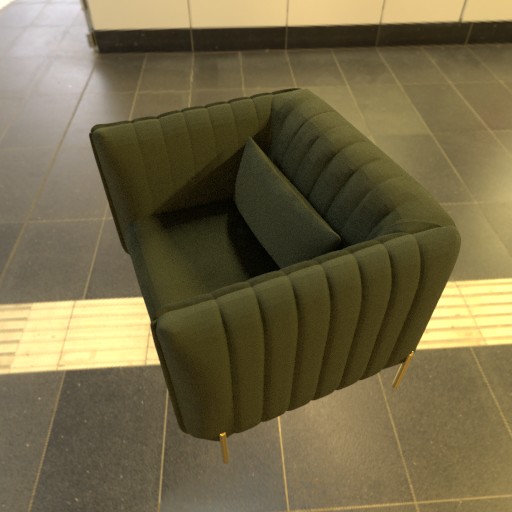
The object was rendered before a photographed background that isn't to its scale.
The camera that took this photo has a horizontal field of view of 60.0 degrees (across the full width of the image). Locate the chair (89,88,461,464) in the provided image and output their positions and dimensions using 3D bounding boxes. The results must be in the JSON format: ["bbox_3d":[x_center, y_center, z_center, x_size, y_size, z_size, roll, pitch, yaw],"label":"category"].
[{"bbox_3d":[0.000,0.000,1.616,0.877,0.794,1.032,-17,48,-16],"label":"chair"}]
